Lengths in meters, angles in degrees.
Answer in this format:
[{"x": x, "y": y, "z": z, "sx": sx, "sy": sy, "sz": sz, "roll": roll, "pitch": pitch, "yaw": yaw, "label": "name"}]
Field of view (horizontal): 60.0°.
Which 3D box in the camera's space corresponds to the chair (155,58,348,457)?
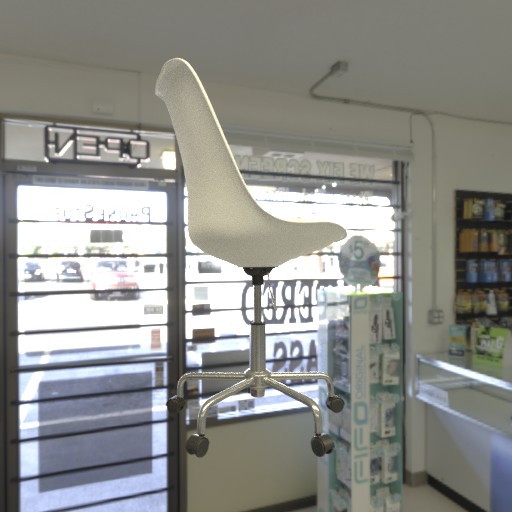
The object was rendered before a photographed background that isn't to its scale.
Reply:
[{"x": 0.000, "y": 0.000, "z": 1.244, "sx": 0.550, "sy": 0.930, "sz": 0.550, "roll": 0, "pitch": 0, "yaw": -19, "label": "chair"}]
